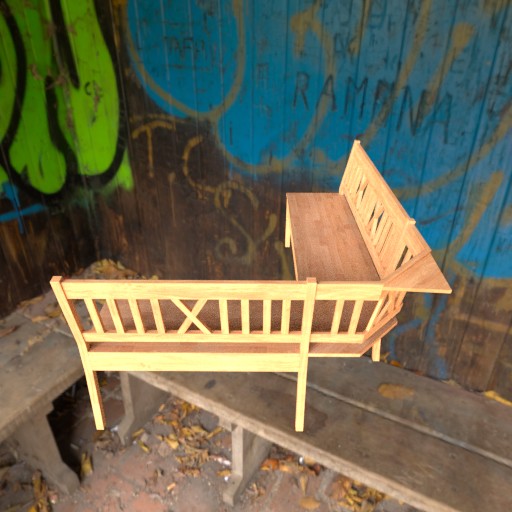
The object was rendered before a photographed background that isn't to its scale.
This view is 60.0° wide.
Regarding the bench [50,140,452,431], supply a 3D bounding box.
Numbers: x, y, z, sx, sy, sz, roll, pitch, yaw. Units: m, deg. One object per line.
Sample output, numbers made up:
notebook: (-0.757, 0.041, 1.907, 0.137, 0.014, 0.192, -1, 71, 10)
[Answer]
bench: (0.000, 0.000, 2.727, 1.537, 0.902, 1.937, 0, 30, 0)
